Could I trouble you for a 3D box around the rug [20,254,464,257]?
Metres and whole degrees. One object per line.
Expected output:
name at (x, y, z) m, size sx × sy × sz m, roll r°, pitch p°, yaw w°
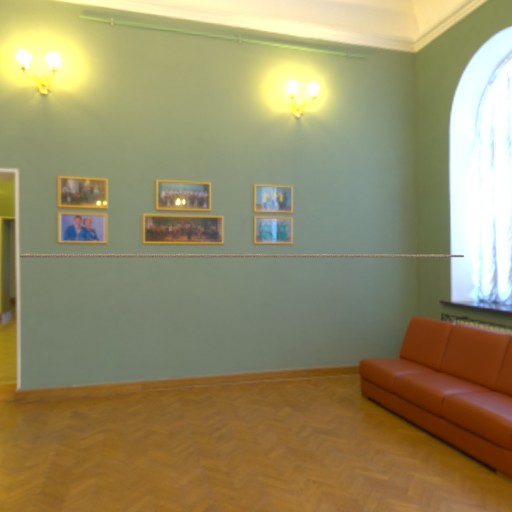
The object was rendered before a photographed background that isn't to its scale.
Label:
rug at (0.000, 0.000, 2.507) m, size 2.276 × 0.014 × 0.678 m, roll 0°, pitch 0°, yaw -17°
